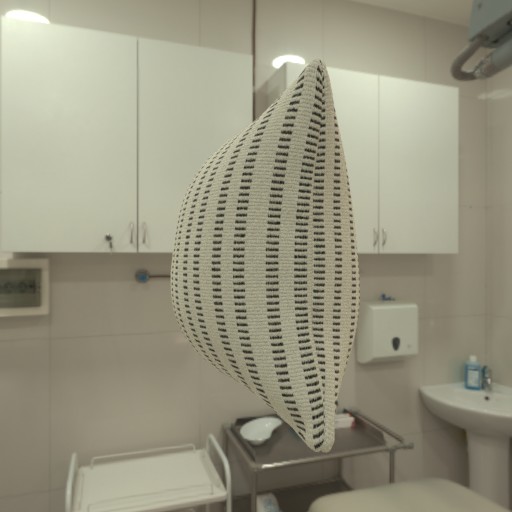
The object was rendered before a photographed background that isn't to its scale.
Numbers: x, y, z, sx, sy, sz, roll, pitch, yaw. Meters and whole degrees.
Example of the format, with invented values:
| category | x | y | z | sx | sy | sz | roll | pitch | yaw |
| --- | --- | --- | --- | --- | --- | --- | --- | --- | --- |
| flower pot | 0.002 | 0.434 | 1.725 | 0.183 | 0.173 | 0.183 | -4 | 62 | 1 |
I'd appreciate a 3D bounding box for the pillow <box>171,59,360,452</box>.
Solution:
| category | x | y | z | sx | sy | sz | roll | pitch | yaw |
| --- | --- | --- | --- | --- | --- | --- | --- | --- | --- |
| pillow | 0.000 | 0.000 | 0.669 | 0.247 | 0.419 | 0.438 | 0 | 0 | -19 |
